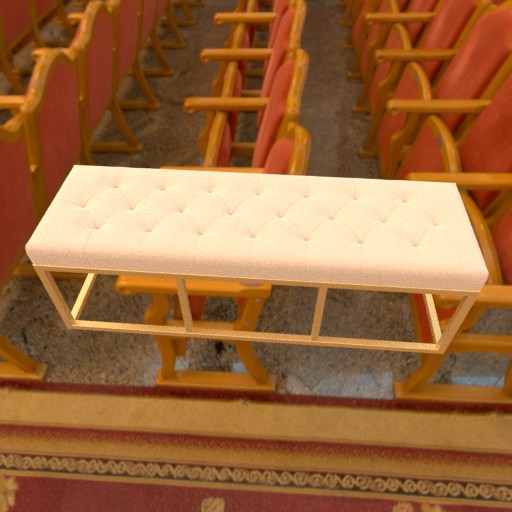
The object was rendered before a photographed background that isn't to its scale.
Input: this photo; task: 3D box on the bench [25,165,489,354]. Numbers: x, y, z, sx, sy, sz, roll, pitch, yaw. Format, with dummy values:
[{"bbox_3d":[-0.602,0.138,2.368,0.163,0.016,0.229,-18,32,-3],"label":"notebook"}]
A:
[{"bbox_3d":[0.000,0.000,1.704,1.473,0.484,0.457,3,47,3],"label":"bench"}]
